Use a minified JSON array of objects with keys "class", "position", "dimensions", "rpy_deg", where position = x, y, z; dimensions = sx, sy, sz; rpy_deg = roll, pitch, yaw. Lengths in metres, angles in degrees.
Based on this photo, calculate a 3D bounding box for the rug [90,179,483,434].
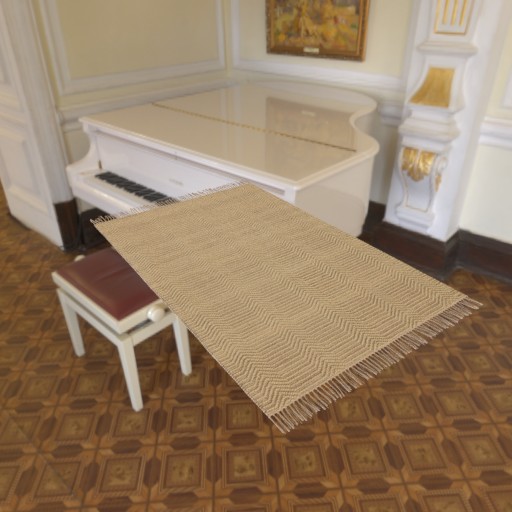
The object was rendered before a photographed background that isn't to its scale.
[{"class":"rug","position":[0.000,0.000,2.490],"dimensions":[1.224,0.027,2.021],"rpy_deg":[-20,36,-30]}]
